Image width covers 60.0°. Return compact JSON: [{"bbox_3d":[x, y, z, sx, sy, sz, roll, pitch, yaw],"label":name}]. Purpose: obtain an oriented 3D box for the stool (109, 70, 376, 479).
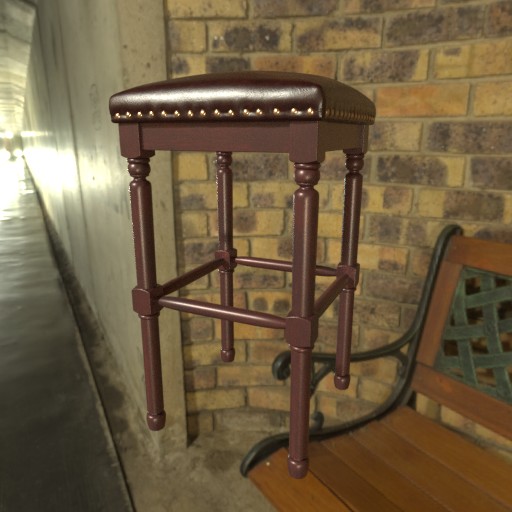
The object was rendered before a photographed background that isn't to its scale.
[{"bbox_3d":[0.000,0.000,0.915,0.382,0.702,0.383,7,17,24],"label":"stool"}]
